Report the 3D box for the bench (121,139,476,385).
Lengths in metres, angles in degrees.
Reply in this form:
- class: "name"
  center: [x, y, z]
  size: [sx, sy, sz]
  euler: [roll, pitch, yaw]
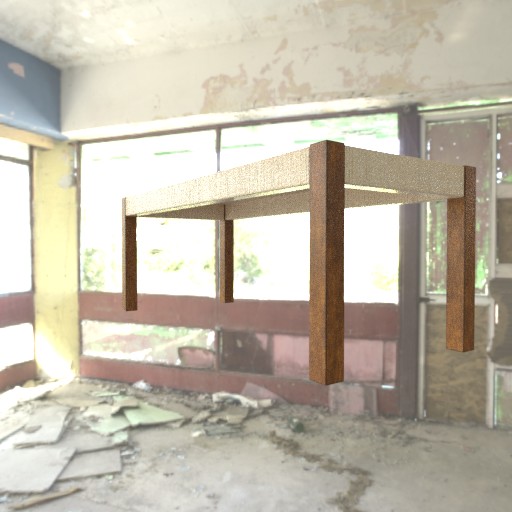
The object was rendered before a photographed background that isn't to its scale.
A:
- class: "bench"
  center: [0.000, 0.000, 1.457]
  size: [0.507, 0.457, 1.198]
  euler: [-1, 1, -34]
